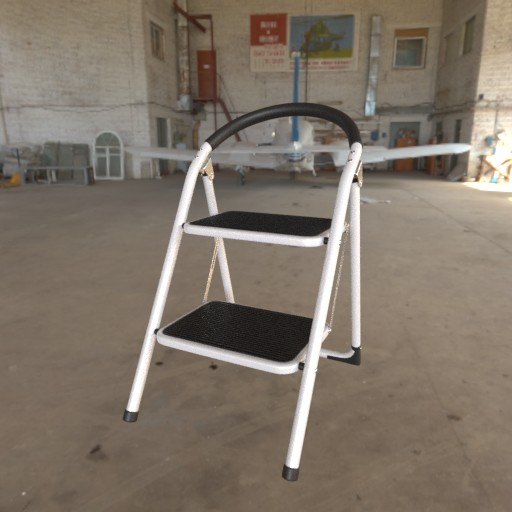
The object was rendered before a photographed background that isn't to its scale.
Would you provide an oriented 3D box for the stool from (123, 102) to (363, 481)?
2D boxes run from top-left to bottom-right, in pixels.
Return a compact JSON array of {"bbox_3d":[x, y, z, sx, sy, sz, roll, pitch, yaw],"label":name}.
[{"bbox_3d":[0.000,0.000,1.110,0.453,0.760,0.559,7,17,26],"label":"stool"}]
